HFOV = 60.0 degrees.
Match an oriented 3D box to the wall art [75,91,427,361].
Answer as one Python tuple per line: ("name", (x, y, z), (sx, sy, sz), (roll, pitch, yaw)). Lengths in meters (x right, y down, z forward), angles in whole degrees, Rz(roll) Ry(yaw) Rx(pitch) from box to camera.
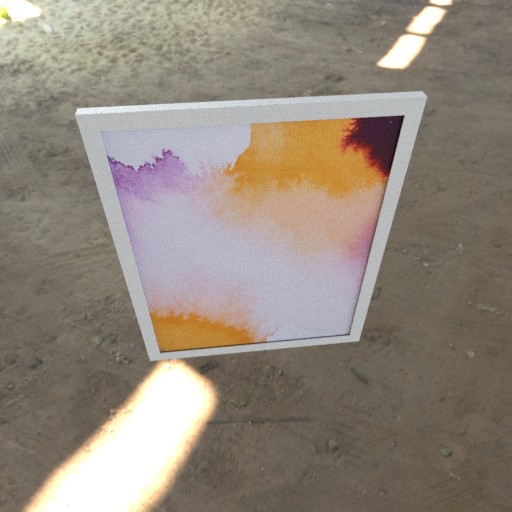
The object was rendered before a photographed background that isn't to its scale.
("wall art", (0.000, 0.000, 1.121), (0.661, 0.811, 0.026), (-4, 45, -5))
